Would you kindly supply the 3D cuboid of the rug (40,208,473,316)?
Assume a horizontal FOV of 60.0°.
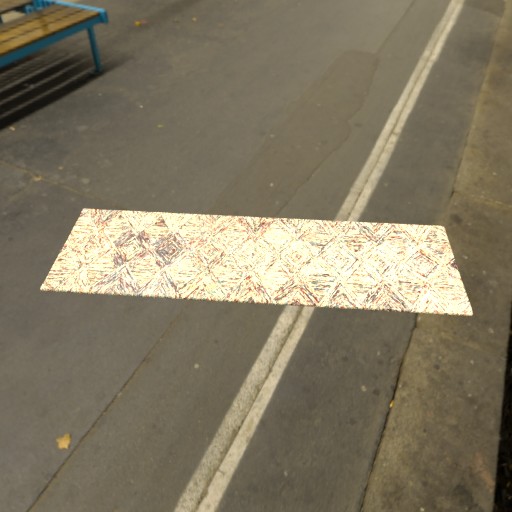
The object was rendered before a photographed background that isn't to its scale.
[{"bbox_3d":[0.000,0.000,2.570,2.292,0.015,0.688,3,46,3],"label":"rug"}]
